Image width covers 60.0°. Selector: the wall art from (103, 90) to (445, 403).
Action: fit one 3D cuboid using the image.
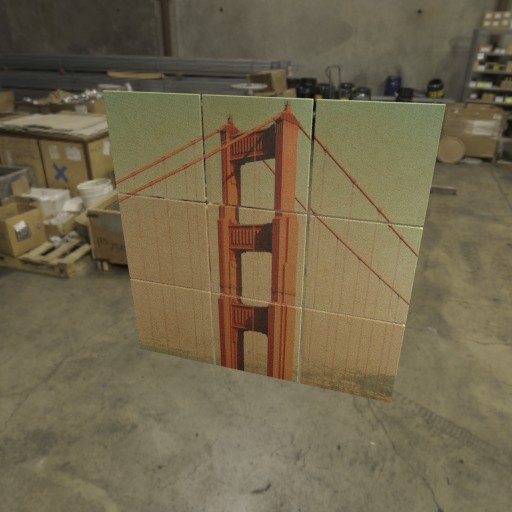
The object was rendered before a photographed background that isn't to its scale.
[{"bbox_3d":[0.000,0.000,1.791,1.214,1.219,0.013,8,28,16],"label":"wall art"}]
